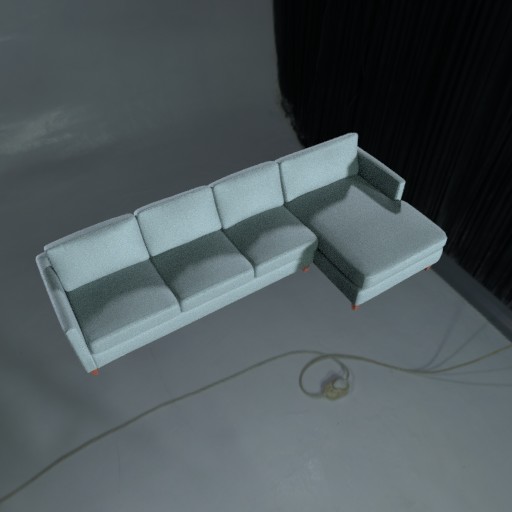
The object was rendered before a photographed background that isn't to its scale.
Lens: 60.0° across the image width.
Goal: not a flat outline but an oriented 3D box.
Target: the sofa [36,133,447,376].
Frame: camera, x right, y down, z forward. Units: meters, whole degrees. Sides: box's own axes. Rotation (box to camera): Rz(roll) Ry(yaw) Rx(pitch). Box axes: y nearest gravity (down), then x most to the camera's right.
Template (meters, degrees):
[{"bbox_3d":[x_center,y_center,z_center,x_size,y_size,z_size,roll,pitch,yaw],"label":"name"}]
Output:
[{"bbox_3d":[0.000,0.000,4.107,3.471,0.950,1.604,-24,51,-21],"label":"sofa"}]
